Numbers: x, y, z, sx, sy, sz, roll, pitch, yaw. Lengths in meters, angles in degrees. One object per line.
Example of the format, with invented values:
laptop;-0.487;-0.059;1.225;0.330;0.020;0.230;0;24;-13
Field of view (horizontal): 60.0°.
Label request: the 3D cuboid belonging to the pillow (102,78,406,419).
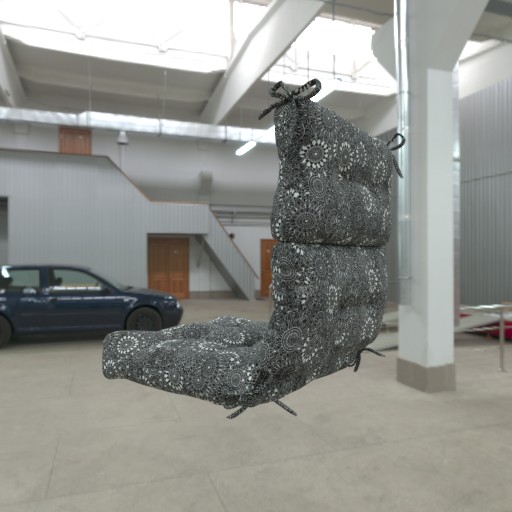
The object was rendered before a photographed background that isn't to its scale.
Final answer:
pillow;0.000;0.000;1.049;0.571;0.605;0.519;0;0;35
